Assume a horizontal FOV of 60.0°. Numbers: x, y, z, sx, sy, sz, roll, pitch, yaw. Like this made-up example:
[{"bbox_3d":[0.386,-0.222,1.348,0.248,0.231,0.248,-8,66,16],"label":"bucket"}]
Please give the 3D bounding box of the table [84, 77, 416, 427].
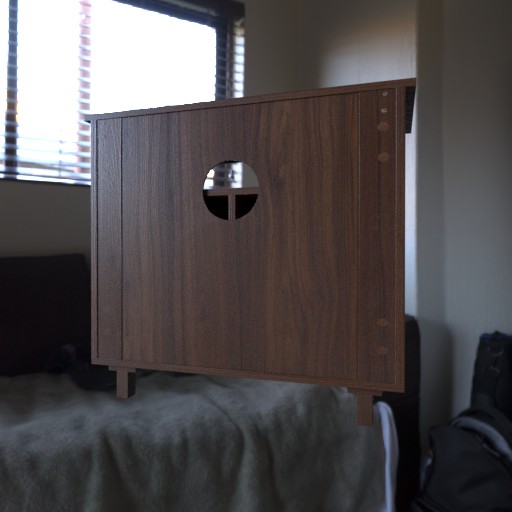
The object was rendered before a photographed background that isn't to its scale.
[{"bbox_3d":[0.000,0.000,1.203,0.802,0.725,0.390,0,1,18],"label":"table"}]
